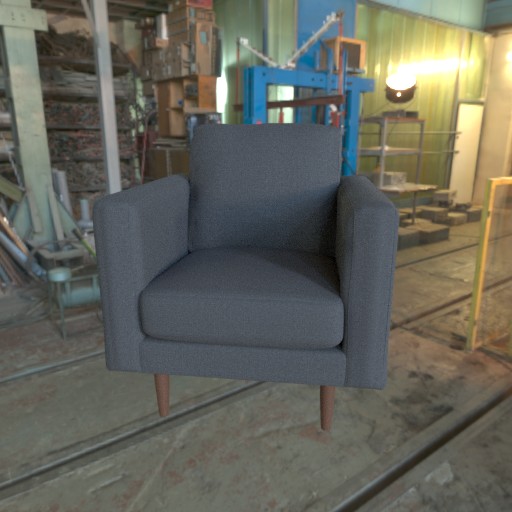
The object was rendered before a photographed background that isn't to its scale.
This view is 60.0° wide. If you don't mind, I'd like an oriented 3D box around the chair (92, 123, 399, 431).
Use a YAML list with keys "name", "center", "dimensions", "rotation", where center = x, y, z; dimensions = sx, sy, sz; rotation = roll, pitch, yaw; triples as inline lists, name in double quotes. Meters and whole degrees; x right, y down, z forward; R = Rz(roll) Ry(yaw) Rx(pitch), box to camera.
- name: "chair"
  center: [0.000, 0.000, 1.593]
  dimensions: [0.854, 0.927, 0.800]
  rotation: [2, 16, 7]
